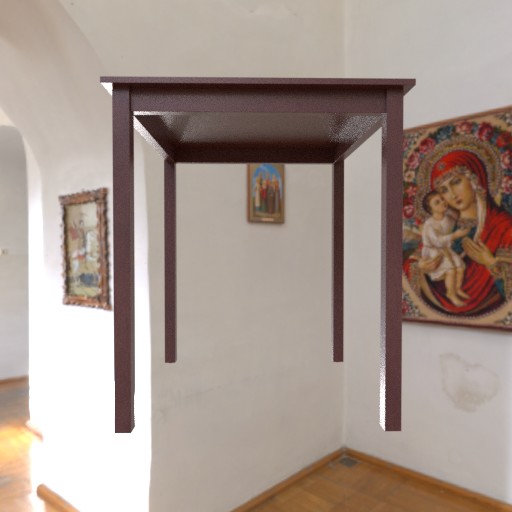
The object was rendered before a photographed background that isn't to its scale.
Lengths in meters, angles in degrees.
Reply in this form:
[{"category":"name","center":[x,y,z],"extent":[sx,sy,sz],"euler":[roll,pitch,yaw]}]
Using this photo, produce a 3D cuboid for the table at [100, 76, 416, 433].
[{"category":"table","center":[0.000,0.000,1.648],"extent":[0.861,0.991,0.861],"euler":[0,1,-1]}]
